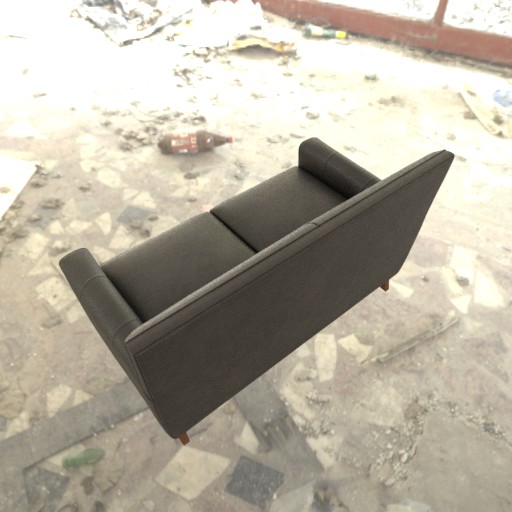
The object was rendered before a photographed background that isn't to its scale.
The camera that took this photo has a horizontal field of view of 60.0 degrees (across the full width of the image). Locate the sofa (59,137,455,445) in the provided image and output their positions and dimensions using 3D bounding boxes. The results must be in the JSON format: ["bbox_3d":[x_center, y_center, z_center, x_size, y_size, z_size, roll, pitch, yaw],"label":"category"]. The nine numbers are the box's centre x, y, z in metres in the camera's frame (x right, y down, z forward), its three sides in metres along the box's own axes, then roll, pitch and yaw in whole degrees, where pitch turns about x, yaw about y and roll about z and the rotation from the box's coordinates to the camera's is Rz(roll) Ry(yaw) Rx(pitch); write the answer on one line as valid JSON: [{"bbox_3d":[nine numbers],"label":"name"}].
[{"bbox_3d":[0.000,0.000,2.009,1.473,0.871,0.787,-31,54,-26],"label":"sofa"}]
